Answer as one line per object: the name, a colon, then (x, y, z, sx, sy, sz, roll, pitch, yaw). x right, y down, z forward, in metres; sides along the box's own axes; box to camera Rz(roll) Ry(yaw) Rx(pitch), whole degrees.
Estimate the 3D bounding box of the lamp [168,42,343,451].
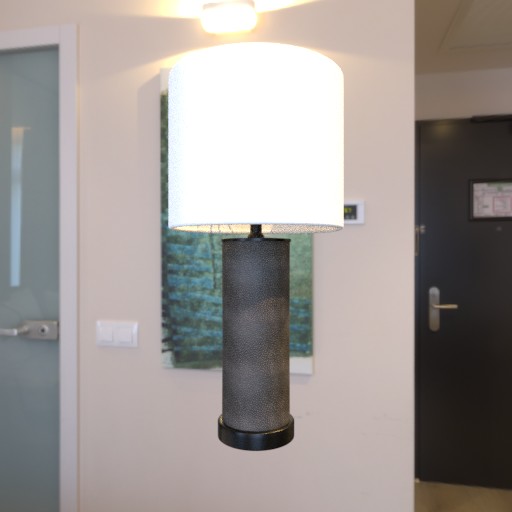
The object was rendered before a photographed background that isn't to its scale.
lamp: (0.000, 0.000, 0.787, 0.305, 0.634, 0.305, 0, 0, -19)
